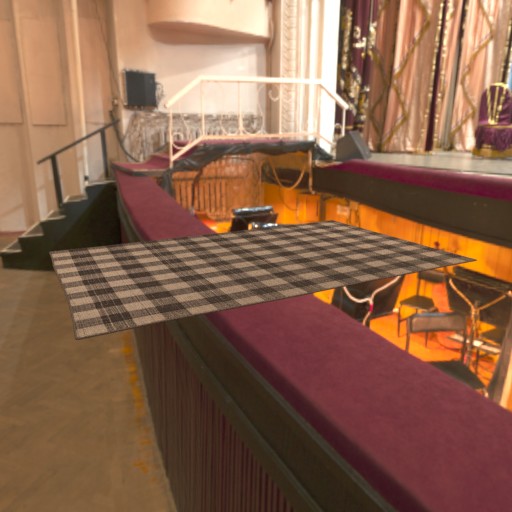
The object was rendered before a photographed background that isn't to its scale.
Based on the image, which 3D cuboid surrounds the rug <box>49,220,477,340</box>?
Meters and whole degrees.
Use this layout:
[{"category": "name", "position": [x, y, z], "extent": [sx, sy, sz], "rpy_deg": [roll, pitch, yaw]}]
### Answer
[{"category": "rug", "position": [0.000, 0.000, 3.009], "extent": [2.476, 0.011, 1.554], "rpy_deg": [-8, 18, -27]}]
